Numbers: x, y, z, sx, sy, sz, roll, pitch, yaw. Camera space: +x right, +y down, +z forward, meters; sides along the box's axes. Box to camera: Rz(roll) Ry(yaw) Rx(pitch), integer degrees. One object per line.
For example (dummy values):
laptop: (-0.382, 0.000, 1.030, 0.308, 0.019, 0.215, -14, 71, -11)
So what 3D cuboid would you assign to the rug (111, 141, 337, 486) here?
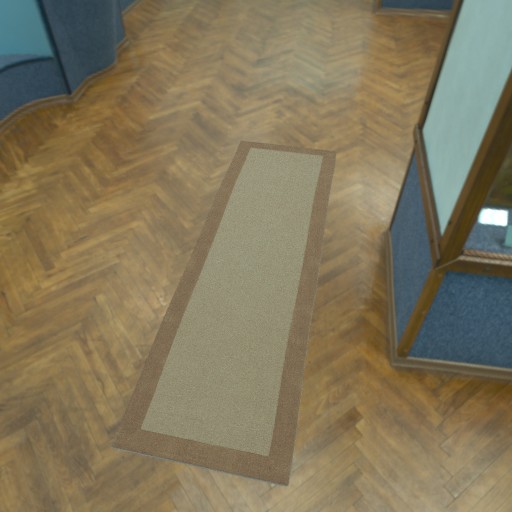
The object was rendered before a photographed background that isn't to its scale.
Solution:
rug: (0.000, 0.000, 2.632, 0.767, 0.012, 2.430, 8, 47, 8)
